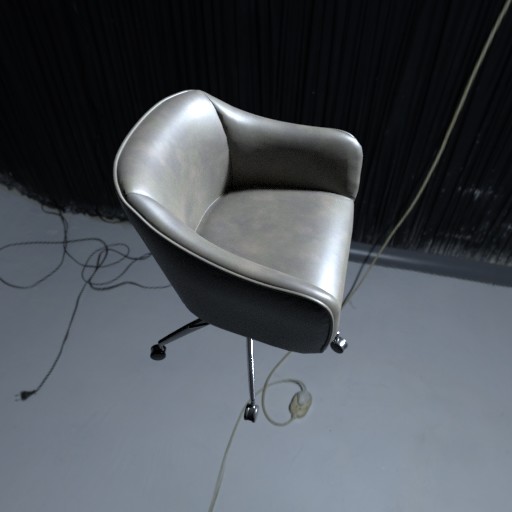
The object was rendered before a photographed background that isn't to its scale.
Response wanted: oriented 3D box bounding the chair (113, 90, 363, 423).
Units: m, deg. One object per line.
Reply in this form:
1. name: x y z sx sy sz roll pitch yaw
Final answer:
1. chair: 0.000 0.000 1.385 0.689 0.827 0.713 10 48 9
